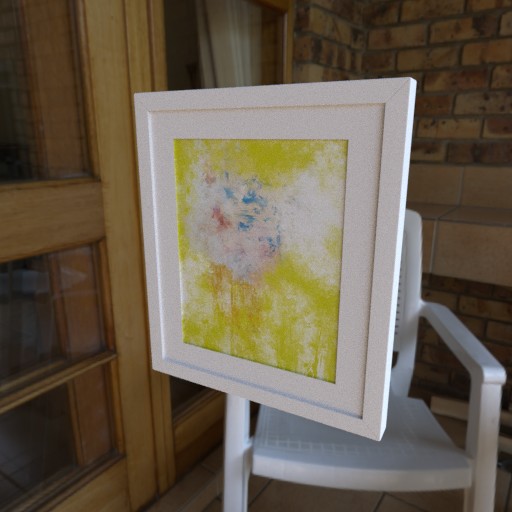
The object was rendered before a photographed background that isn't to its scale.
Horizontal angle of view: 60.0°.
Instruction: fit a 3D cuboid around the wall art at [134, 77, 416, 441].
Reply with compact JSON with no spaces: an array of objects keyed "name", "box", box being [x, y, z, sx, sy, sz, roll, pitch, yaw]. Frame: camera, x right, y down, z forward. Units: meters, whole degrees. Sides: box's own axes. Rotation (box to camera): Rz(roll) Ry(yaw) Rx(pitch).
[{"name":"wall art","box":[0.000,0.000,0.533,0.331,0.381,0.028,8,17,28]}]
